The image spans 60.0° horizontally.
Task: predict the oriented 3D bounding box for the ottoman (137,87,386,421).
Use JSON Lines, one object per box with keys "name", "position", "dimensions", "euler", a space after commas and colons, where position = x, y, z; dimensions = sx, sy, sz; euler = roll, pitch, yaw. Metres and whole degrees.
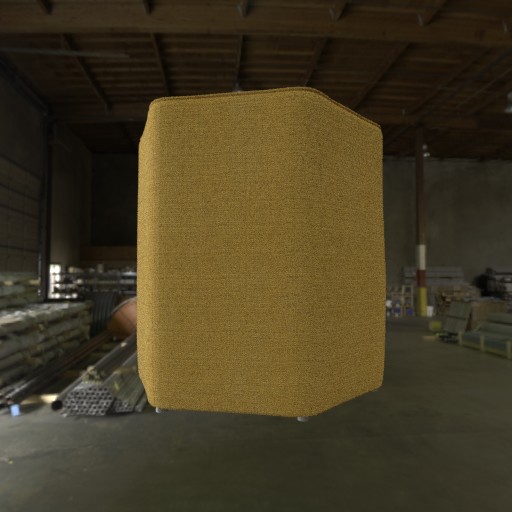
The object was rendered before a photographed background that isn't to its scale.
{"name": "ottoman", "position": [0.000, 0.000, 0.875], "dimensions": [0.443, 0.502, 0.494], "euler": [1, -2, -19]}
